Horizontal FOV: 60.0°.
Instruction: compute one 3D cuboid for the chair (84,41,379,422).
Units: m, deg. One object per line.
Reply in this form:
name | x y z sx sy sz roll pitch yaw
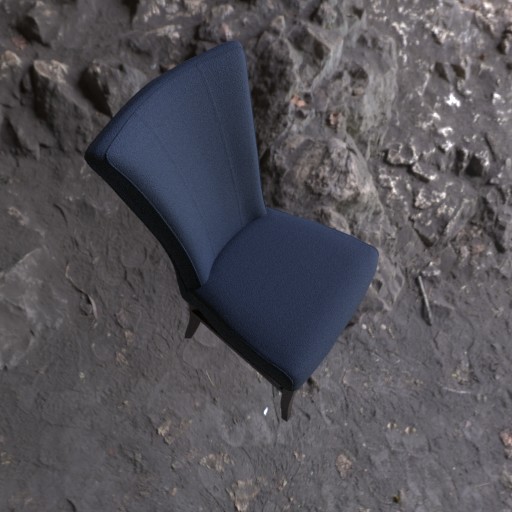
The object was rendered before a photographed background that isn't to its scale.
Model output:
chair | 0.000 0.000 1.356 0.660 0.991 0.520 31 62 18
